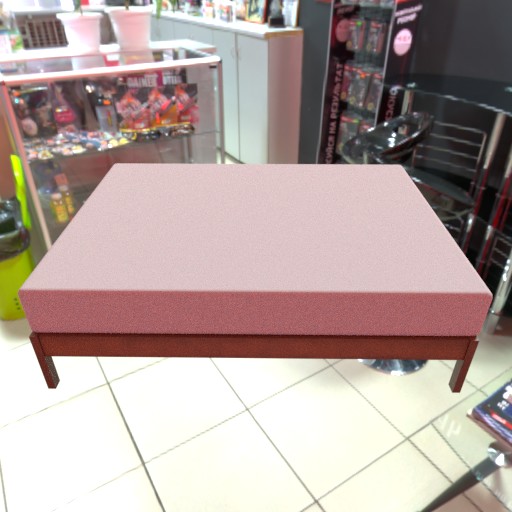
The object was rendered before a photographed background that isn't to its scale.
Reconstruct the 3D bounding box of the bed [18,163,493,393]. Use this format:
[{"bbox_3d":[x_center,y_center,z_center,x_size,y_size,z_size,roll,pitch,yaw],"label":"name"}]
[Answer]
[{"bbox_3d":[0.000,0.000,2.666,2.050,0.593,1.529,0,33,1],"label":"bed"}]
